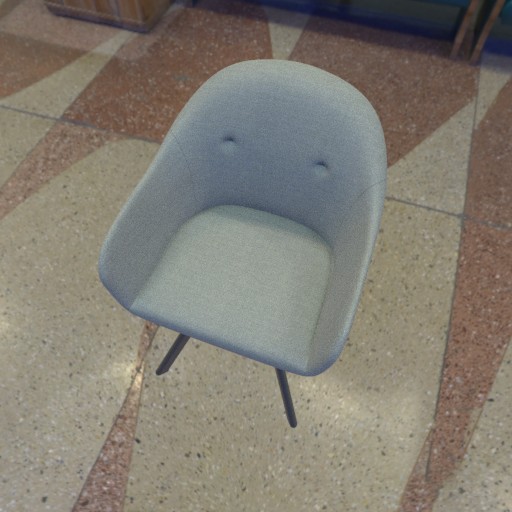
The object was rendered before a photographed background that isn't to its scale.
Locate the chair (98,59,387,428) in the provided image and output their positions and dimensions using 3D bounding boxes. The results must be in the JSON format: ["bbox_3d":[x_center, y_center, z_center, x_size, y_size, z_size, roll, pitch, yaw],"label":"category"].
[{"bbox_3d":[0.000,0.000,1.153,0.540,0.780,0.570,18,59,11],"label":"chair"}]
